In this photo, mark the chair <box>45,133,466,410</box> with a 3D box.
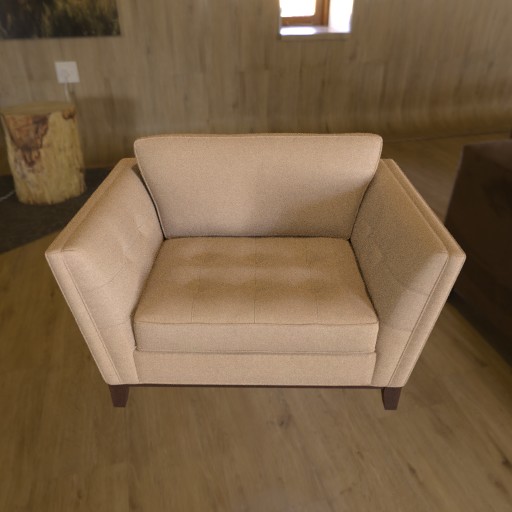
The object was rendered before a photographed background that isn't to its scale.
[{"bbox_3d":[0.000,0.000,2.016,1.397,0.940,0.965,0,32,1],"label":"chair"}]
